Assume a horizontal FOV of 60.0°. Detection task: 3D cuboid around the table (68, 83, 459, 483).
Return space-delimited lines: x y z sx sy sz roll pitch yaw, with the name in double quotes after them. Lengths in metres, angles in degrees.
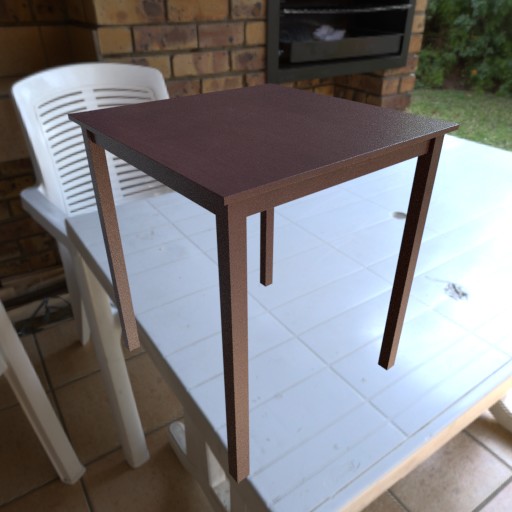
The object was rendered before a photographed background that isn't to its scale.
0.000 0.000 1.626 0.861 0.991 0.861 -23 38 -33 "table"
